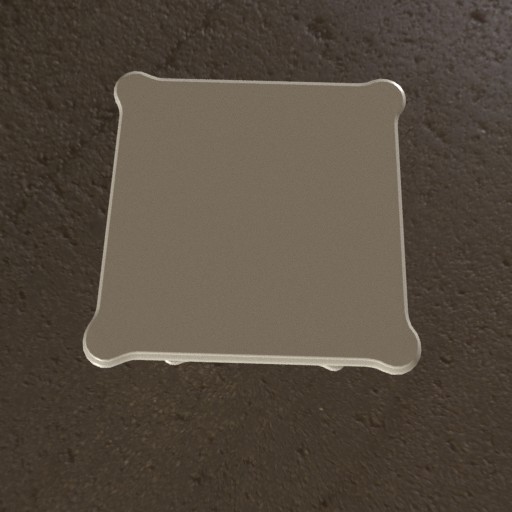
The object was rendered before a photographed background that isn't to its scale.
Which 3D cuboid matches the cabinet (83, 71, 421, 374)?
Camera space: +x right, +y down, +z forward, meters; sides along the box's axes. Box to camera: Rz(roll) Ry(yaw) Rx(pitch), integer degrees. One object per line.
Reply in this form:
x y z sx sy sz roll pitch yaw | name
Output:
0.000 0.000 1.245 0.627 0.761 0.628 2 76 0 | cabinet
